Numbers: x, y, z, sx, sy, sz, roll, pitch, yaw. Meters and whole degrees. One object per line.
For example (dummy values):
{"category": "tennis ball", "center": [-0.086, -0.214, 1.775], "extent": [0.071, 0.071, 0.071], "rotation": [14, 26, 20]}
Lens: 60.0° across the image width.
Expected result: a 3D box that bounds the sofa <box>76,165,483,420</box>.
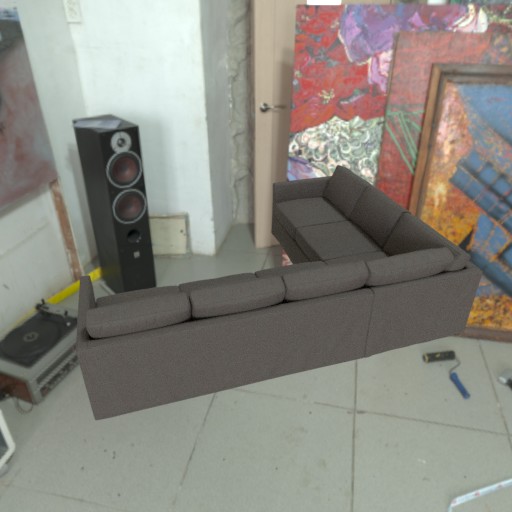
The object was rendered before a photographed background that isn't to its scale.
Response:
{"category": "sofa", "center": [0.000, 0.000, 4.342], "extent": [3.182, 0.871, 2.432], "rotation": [-9, 32, -15]}
